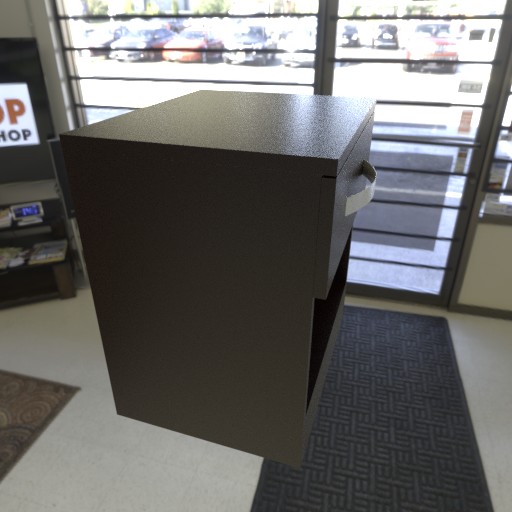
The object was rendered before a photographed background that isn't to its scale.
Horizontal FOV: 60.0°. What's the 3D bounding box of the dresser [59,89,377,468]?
[{"bbox_3d":[0.000,0.000,0.754,0.360,0.470,0.400,9,30,16],"label":"dresser"}]
